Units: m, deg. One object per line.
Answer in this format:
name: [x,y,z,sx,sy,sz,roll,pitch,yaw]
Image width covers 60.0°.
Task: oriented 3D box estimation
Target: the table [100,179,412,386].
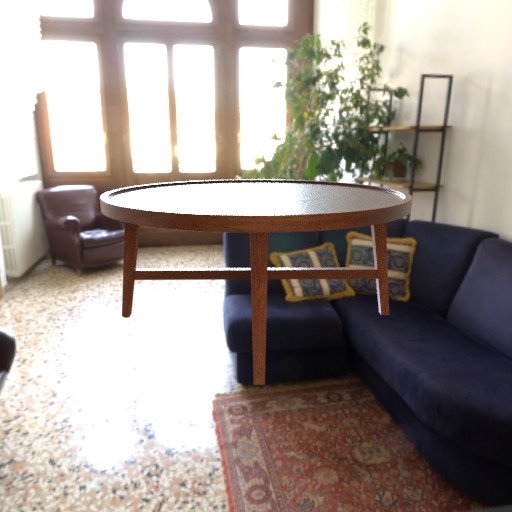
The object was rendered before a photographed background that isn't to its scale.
table: [0.000,0.000,1.245,0.800,0.360,0.800,0,14,0]
